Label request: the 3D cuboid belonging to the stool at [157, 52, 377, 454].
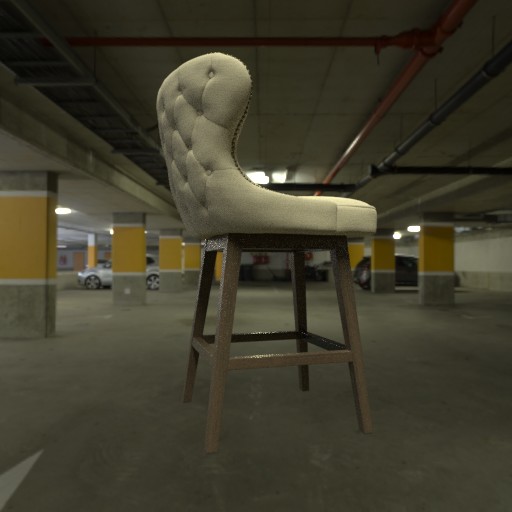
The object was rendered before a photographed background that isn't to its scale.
[{"bbox_3d":[0.000,0.000,1.355,0.597,0.972,0.615,0,-1,-17],"label":"stool"}]
